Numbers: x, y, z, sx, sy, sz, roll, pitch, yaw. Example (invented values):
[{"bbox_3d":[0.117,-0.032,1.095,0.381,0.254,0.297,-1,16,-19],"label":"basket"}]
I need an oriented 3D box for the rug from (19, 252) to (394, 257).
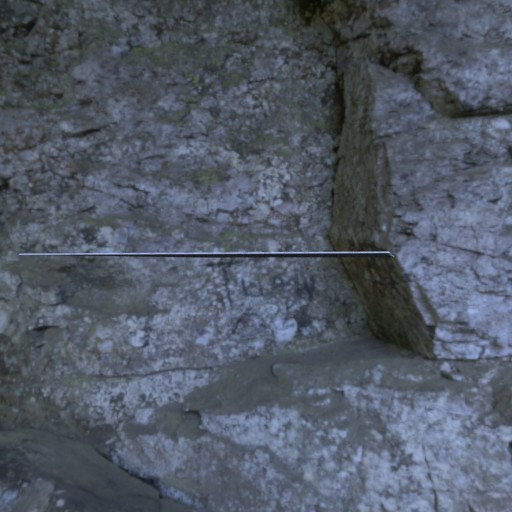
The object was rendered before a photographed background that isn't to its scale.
[{"bbox_3d":[0.000,0.000,4.101,2.421,0.008,3.045,0,-1,18],"label":"rug"}]
